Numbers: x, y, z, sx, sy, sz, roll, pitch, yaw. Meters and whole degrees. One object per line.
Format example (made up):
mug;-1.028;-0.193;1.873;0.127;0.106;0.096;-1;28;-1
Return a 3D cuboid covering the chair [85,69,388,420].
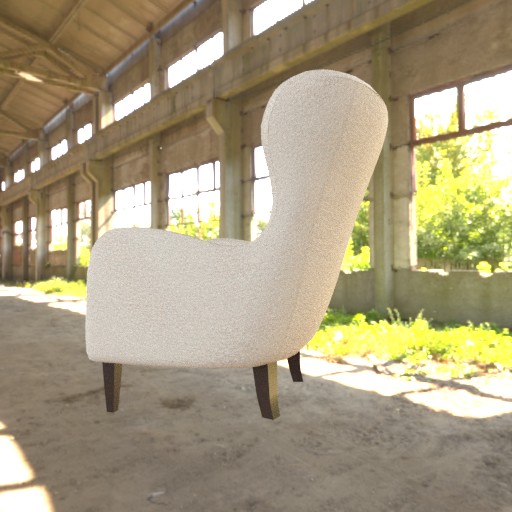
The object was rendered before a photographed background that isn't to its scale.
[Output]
chair;0.000;0.000;1.718;0.984;1.064;0.861;0;0;16
